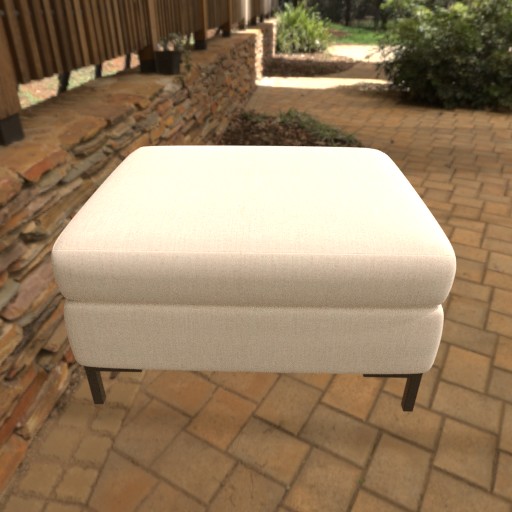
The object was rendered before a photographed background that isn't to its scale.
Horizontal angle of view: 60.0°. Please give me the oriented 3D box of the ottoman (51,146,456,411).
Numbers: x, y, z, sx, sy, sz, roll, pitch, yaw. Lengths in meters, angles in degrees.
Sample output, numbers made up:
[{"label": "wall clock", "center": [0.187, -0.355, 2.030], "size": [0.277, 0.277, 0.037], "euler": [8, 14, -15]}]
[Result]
[{"label": "ottoman", "center": [0.000, 0.000, 1.174], "size": [0.794, 0.453, 0.657], "euler": [1, 31, 1]}]
